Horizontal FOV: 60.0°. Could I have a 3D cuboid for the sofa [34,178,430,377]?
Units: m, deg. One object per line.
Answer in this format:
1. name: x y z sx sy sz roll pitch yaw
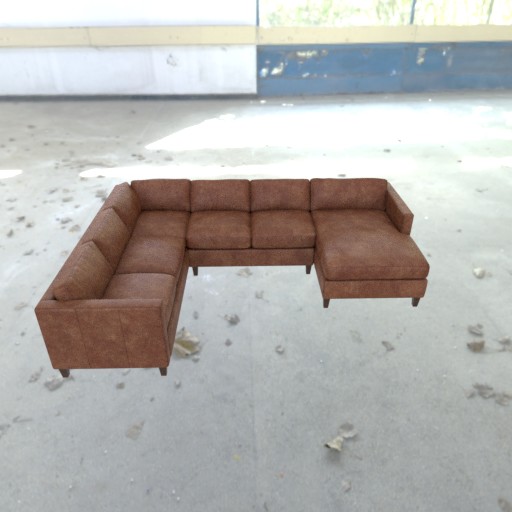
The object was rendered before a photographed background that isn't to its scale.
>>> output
1. sofa: 0.000 0.000 4.474 3.324 0.888 2.452 -1 31 -1
